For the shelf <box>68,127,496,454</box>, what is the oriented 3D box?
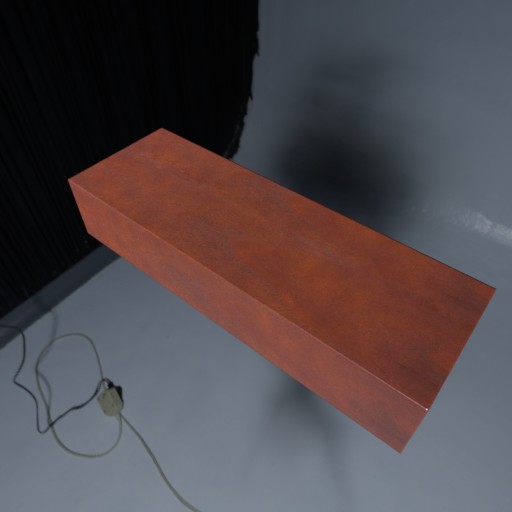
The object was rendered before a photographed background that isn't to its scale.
[{"bbox_3d":[0.000,0.000,0.506,0.457,0.088,0.152,30,54,26],"label":"shelf"}]
